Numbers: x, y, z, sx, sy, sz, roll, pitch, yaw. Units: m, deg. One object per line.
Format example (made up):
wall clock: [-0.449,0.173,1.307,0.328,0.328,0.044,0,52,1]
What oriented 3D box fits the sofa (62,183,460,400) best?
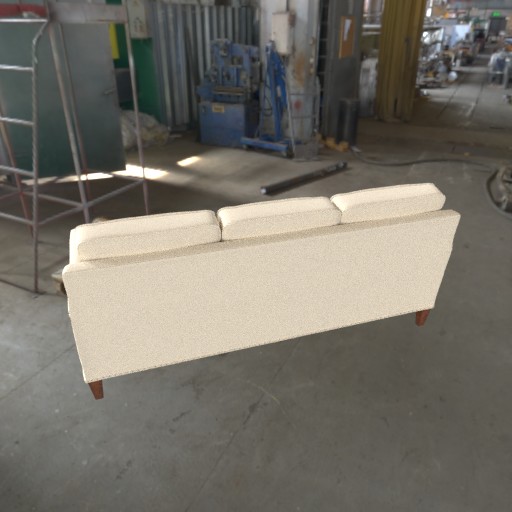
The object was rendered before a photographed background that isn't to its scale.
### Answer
sofa: [0.000,0.000,2.862,2.246,1.003,1.084,-9,29,-16]
